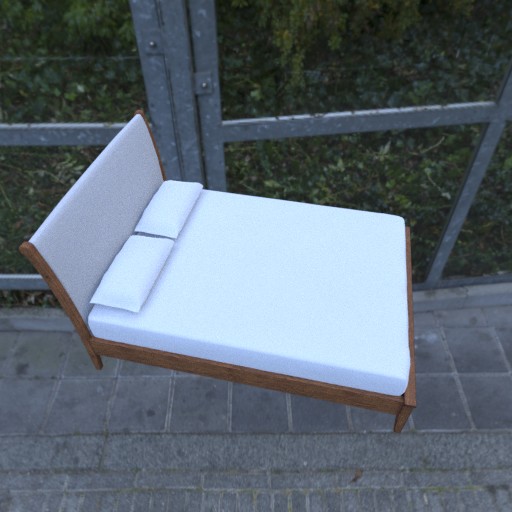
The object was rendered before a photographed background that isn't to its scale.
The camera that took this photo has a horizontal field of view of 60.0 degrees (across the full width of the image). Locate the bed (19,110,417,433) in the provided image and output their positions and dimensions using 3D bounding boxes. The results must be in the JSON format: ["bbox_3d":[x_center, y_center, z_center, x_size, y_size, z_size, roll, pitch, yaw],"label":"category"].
[{"bbox_3d":[0.000,0.000,2.934,2.108,1.135,1.502,9,46,9],"label":"bed"}]
